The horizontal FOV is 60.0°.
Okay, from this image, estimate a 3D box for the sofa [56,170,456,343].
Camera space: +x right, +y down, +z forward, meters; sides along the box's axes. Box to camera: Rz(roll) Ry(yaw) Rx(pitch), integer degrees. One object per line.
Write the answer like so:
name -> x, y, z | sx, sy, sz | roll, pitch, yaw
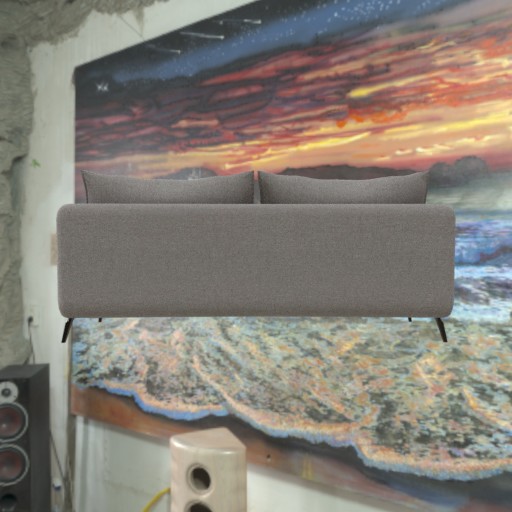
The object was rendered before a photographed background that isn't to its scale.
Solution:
sofa -> 0.000, 0.000, 2.465 | 2.022, 0.833, 0.809 | 0, 0, 0
